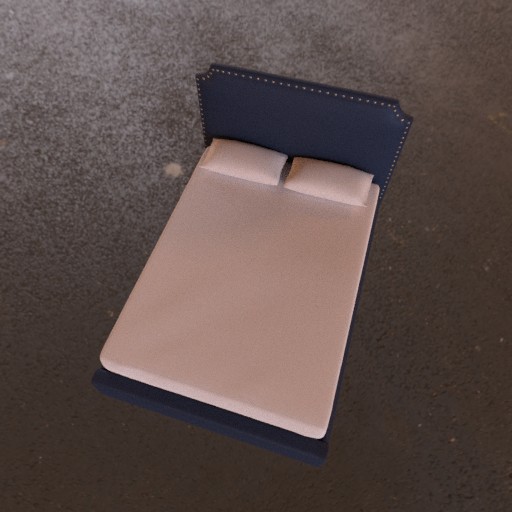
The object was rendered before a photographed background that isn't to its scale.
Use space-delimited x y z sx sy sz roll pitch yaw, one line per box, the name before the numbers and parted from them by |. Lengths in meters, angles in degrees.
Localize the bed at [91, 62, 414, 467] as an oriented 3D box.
bed | 0.000 0.000 3.317 1.712 1.443 2.372 15 60 9
